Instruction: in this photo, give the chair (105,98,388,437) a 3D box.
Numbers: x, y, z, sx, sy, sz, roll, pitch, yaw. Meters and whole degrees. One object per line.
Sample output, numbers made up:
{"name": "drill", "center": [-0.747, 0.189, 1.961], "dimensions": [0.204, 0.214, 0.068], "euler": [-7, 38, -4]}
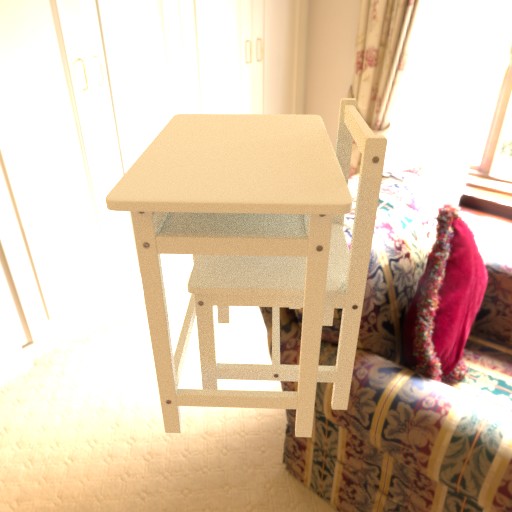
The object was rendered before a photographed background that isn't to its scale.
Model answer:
{"name": "chair", "center": [0.000, 0.000, 1.077], "dimensions": [0.461, 0.673, 0.599], "euler": [1, 30, 2]}
